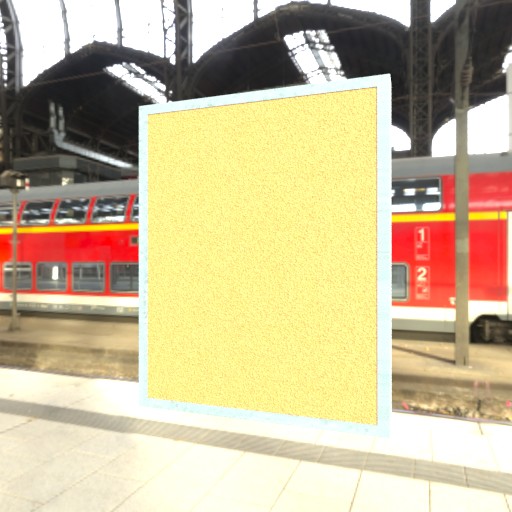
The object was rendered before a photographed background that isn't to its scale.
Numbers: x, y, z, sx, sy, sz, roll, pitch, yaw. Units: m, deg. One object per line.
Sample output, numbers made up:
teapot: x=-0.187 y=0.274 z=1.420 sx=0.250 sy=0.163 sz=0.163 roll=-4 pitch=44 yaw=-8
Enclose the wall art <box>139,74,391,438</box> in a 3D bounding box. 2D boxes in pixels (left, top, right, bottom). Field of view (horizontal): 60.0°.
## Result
wall art: x=0.000 y=0.000 z=0.702 sx=0.409 sy=0.509 sz=0.037 roll=0 pitch=0 yaw=19
